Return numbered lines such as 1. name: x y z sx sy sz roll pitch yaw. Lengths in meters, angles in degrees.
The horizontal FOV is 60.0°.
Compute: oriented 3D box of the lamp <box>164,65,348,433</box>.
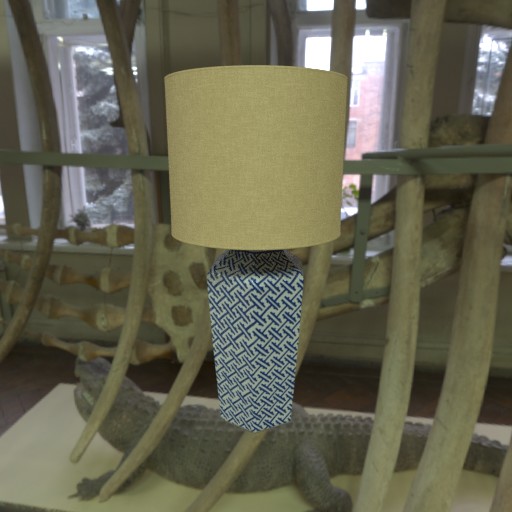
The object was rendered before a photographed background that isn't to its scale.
1. lamp: 0.000 0.000 0.866 0.320 0.682 0.320 2 14 8
